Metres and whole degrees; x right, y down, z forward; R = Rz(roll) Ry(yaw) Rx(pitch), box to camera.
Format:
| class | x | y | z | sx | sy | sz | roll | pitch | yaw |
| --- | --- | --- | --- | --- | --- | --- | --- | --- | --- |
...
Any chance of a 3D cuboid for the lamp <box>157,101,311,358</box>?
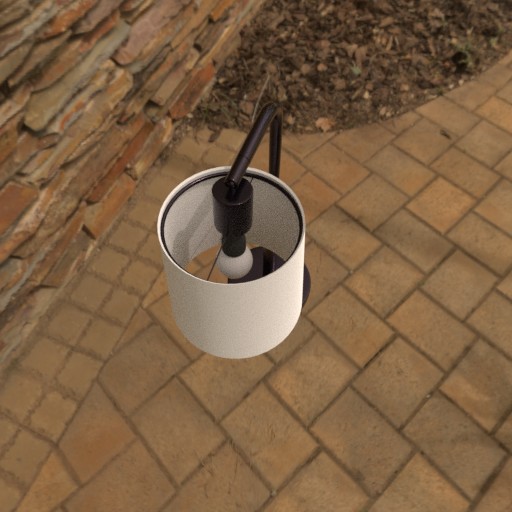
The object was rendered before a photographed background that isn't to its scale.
| class | x | y | z | sx | sy | sz | roll | pitch | yaw |
| --- | --- | --- | --- | --- | --- | --- | --- | --- | --- |
| lamp | 0.000 | 0.000 | 0.644 | 0.171 | 0.489 | 0.333 | 16 | 60 | 9 |
